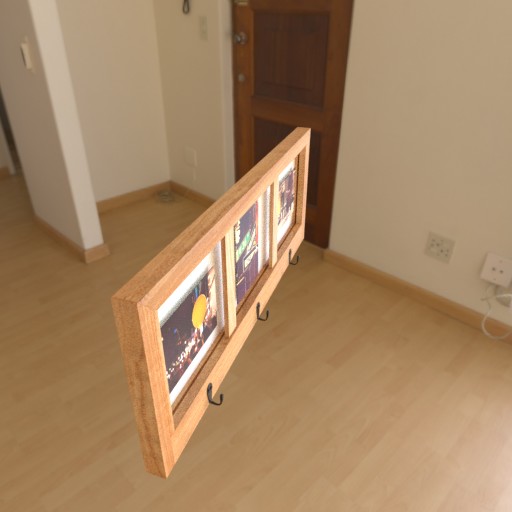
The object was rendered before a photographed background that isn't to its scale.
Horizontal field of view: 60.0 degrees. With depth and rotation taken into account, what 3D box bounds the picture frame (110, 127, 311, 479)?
[{"bbox_3d":[0.000,0.000,0.654,0.045,0.234,0.582,10,32,17],"label":"picture frame"}]
